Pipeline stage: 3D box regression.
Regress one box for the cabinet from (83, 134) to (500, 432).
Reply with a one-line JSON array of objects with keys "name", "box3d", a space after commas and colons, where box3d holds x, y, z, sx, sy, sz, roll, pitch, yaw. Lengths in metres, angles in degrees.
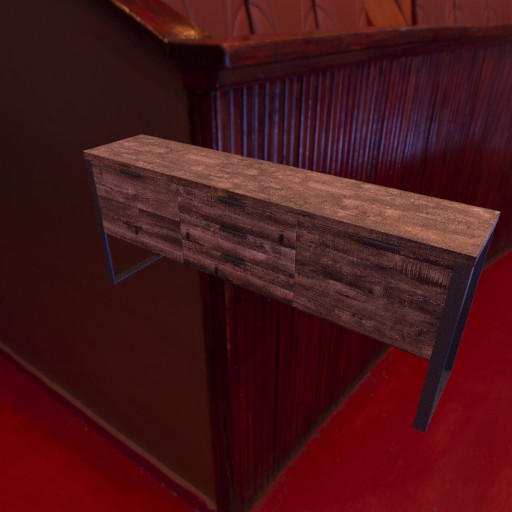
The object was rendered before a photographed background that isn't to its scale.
[{"name": "cabinet", "box3d": [0.000, 0.000, 2.040, 1.800, 0.762, 0.395, 19, 35, 30]}]
